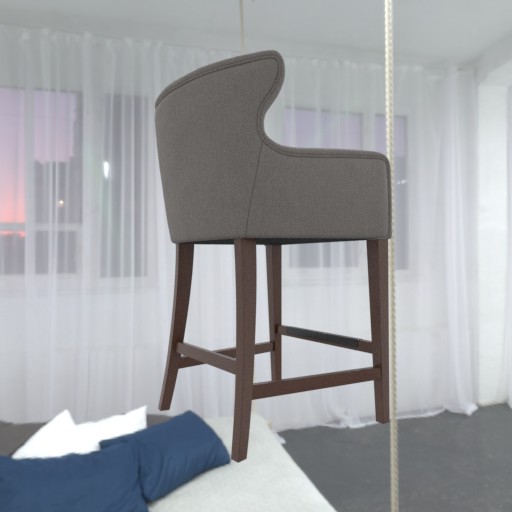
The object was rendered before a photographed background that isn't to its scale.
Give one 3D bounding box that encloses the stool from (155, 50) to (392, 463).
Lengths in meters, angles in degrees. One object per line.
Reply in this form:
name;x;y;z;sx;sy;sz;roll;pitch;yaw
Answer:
stool;0.000;0.000;1.326;0.575;0.951;0.575;1;-1;-35
